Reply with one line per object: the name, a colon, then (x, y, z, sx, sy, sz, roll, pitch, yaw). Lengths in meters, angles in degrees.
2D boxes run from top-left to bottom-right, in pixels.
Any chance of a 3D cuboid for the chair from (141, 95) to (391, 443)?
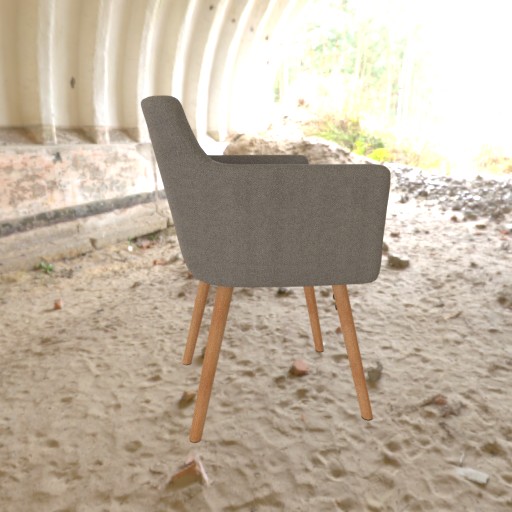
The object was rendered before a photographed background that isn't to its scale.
chair: (0.000, 0.000, 1.167, 0.540, 0.780, 0.570, -3, 15, -11)
